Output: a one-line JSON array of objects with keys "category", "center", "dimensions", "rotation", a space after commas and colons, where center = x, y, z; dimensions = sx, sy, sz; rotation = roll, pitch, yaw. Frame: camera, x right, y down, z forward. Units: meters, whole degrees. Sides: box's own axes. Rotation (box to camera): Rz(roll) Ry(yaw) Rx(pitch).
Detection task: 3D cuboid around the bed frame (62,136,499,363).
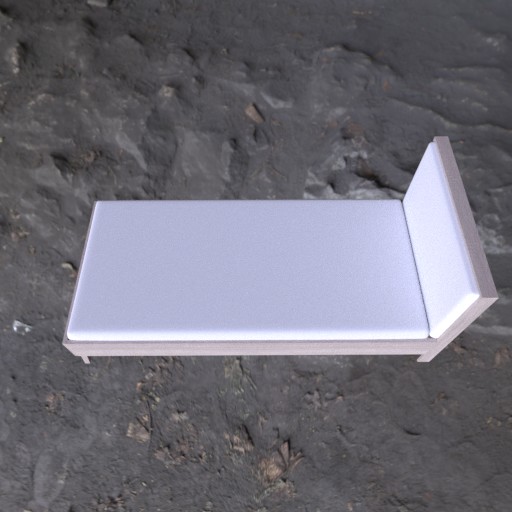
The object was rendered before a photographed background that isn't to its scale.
[{"category": "bed frame", "center": [0.000, 0.000, 2.603], "dimensions": [2.140, 0.920, 0.990], "rotation": [0, 59, 0]}]
